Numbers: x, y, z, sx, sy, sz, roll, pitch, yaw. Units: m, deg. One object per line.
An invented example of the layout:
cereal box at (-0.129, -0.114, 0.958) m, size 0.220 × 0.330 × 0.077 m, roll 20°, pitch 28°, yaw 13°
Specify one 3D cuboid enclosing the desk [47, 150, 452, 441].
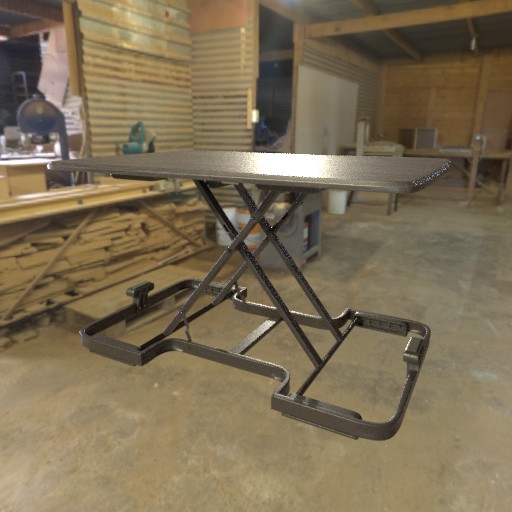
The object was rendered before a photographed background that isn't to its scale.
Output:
desk at (0.000, 0.000, 1.105) m, size 0.820 × 0.470 × 0.546 m, roll 9°, pitch 19°, yaw 27°
